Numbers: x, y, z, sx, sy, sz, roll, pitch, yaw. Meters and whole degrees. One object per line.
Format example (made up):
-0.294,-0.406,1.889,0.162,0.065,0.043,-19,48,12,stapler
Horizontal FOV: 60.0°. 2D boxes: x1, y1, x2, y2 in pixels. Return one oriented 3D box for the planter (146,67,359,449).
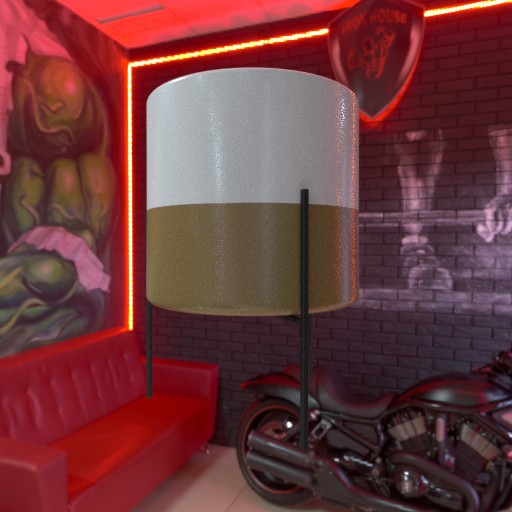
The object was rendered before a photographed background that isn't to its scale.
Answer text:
0.000,0.000,0.648,0.310,0.432,0.310,-1,1,-37,planter
